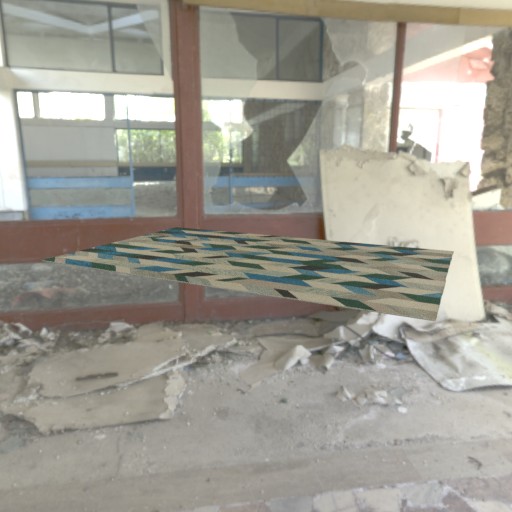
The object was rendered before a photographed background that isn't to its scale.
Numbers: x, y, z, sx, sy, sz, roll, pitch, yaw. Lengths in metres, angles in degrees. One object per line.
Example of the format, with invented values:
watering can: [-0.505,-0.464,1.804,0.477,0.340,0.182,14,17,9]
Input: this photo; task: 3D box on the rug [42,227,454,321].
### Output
rug: [0.000,0.000,3.046,2.433,0.007,1.507,6,14,26]
